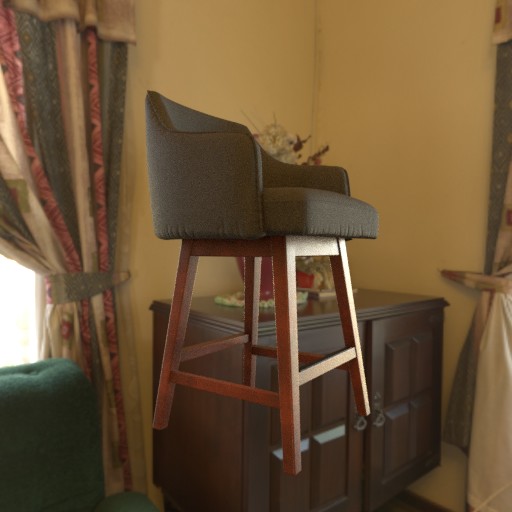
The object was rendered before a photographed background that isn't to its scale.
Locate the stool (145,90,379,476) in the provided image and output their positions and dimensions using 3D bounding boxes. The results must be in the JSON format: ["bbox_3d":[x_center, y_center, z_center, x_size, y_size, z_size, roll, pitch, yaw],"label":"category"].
[{"bbox_3d":[0.000,0.000,1.239,0.558,0.912,0.548,1,1,35],"label":"stool"}]
